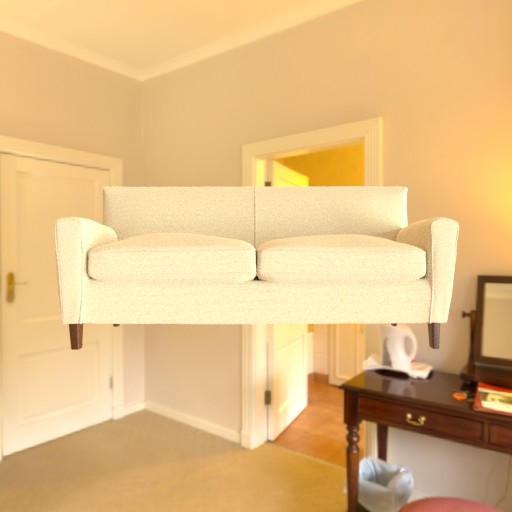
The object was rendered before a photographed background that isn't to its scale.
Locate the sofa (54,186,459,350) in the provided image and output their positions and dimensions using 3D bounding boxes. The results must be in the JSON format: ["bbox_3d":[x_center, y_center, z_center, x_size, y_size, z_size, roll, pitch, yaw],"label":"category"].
[{"bbox_3d":[0.000,0.000,2.532,2.001,0.907,0.841,0,1,-1],"label":"sofa"}]
